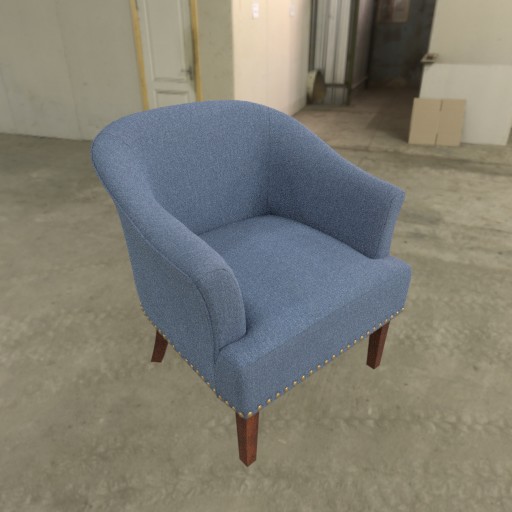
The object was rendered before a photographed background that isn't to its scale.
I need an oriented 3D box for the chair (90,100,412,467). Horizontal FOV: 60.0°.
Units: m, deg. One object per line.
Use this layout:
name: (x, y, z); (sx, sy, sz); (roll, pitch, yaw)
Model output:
chair: (0.000, 0.000, 1.371); (0.772, 0.815, 0.704); (-23, 37, -35)
